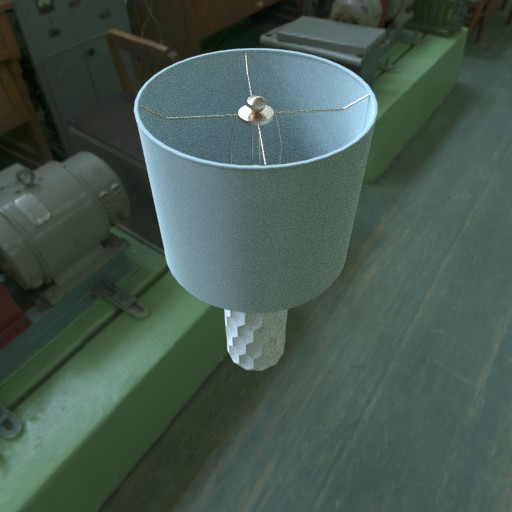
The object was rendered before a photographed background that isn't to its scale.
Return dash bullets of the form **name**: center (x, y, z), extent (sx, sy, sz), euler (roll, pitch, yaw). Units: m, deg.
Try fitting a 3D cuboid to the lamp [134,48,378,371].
- **lamp**: center (0.000, 0.000, 0.705), extent (0.277, 0.534, 0.277), euler (25, 52, 22)
